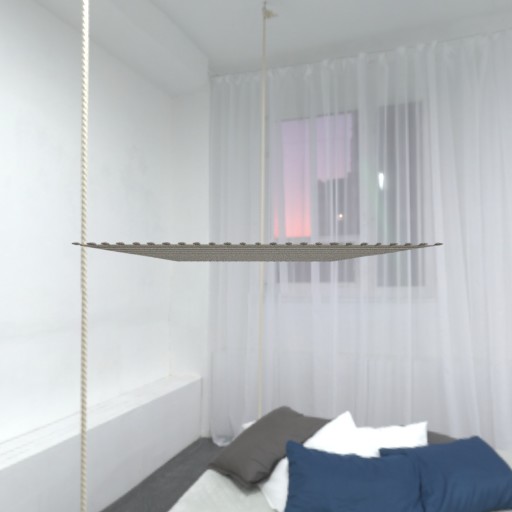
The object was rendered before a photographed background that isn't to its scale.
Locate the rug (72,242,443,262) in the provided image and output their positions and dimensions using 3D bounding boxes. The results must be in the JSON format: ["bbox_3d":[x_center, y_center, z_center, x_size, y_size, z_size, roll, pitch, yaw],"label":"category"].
[{"bbox_3d":[0.000,0.000,2.490,1.229,0.011,2.096,0,-2,0],"label":"rug"}]
